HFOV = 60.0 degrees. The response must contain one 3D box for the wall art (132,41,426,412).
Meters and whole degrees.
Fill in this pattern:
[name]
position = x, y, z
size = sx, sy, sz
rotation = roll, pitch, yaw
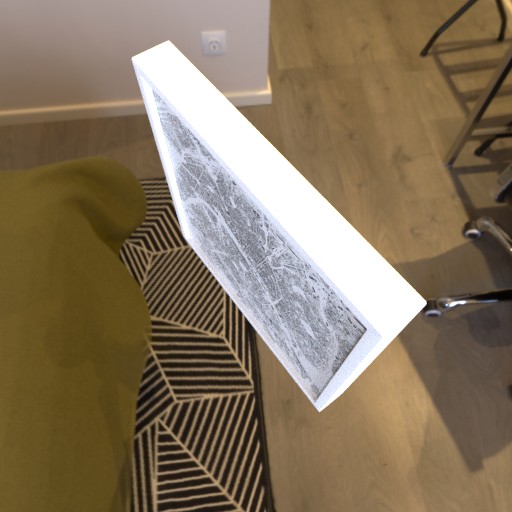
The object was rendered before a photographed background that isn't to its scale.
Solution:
[wall art]
position = 0.000, 0.000, 0.459
size = 0.038, 0.305, 0.305
rotation = -34, 68, -16
